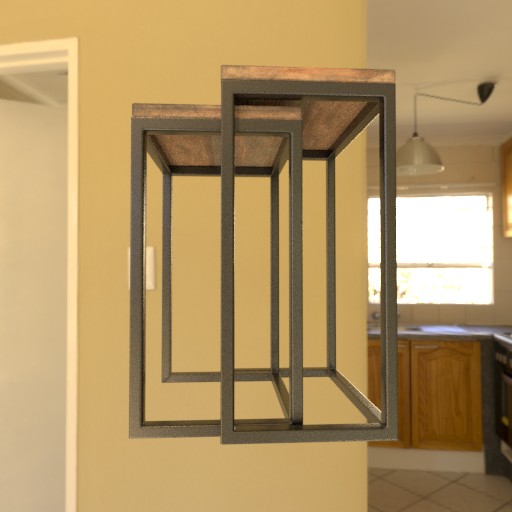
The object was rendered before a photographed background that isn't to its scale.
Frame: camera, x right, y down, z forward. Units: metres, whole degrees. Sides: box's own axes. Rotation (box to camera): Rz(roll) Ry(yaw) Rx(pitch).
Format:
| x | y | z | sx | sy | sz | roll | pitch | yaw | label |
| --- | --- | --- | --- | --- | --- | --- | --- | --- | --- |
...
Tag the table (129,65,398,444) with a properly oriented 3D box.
| x | y | z | sx | sy | sz | roll | pitch | yaw | label |
| --- | --- | --- | --- | --- | --- | --- | --- | --- | --- |
| 0.000 | 0.000 | 0.945 | 0.460 | 0.615 | 0.456 | 0 | -1 | -1 | table |
